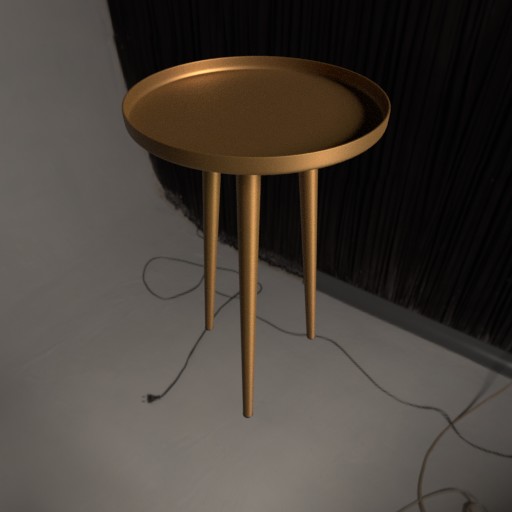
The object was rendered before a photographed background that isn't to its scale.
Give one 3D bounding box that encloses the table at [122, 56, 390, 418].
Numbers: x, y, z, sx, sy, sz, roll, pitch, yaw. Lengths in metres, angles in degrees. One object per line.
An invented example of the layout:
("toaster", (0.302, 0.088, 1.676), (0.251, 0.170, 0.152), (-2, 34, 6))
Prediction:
("table", (0.000, 0.000, 0.660), (0.299, 0.480, 0.299), (23, 45, 25))
